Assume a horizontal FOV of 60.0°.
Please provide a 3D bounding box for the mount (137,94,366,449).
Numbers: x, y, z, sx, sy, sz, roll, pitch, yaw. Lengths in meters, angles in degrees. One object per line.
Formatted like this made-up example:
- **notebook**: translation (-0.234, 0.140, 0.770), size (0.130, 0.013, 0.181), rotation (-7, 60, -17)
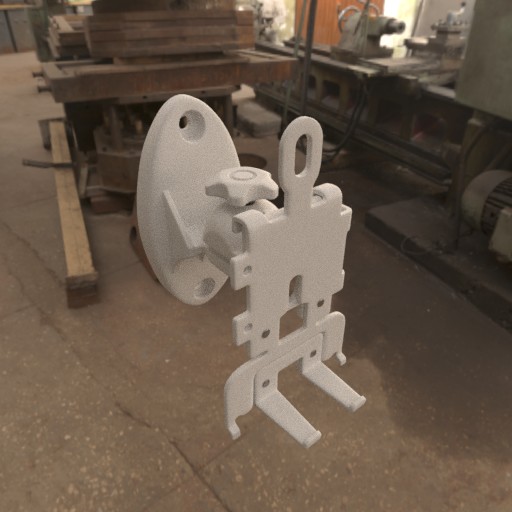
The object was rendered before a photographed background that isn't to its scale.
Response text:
- **mount**: translation (0.000, 0.000, 0.177), size (0.066, 0.118, 0.100), rotation (-23, 38, -33)
